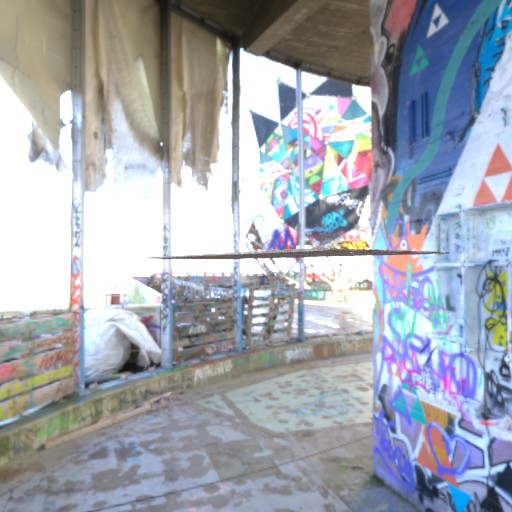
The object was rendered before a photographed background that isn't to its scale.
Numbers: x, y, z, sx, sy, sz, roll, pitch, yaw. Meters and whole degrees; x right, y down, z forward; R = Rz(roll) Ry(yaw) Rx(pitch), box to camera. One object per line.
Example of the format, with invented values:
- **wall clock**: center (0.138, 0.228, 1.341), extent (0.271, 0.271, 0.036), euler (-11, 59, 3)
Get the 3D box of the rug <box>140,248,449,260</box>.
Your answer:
- **rug**: center (0.000, 0.000, 2.884), extent (1.324, 0.018, 2.378), euler (1, -2, -19)
